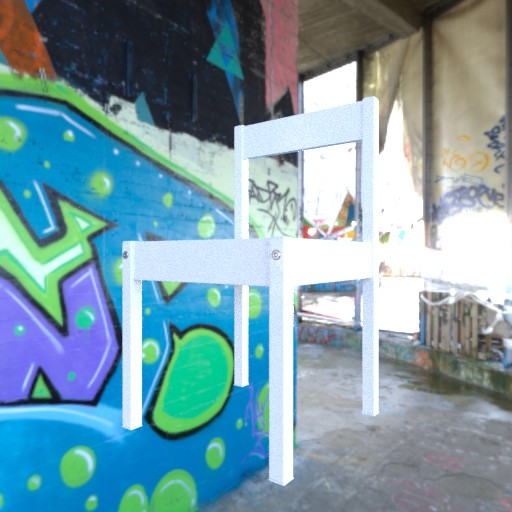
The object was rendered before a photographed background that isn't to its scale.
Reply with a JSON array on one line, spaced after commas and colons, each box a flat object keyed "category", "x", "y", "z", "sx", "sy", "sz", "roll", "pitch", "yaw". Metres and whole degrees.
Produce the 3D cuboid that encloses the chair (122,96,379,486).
[{"category": "chair", "x": 0.000, "y": 0.000, "z": 0.684, "sx": 0.285, "sy": 0.505, "sz": 0.285, "roll": 0, "pitch": 0, "yaw": 36}]
